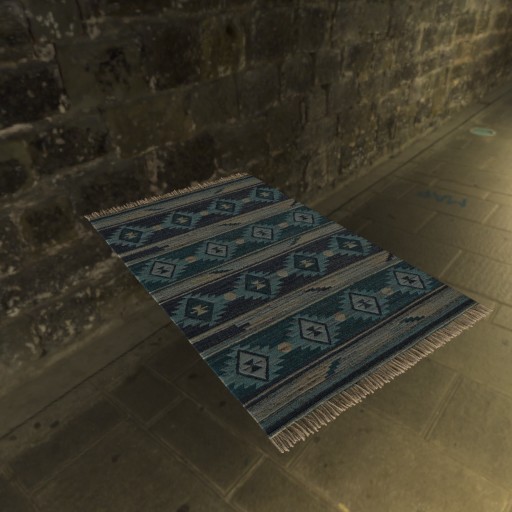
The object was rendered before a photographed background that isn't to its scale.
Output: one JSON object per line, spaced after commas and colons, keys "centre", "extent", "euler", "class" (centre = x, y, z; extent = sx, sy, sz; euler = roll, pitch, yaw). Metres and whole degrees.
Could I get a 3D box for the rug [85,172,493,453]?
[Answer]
{"centre": [0.000, 0.000, 2.313], "extent": [1.181, 0.028, 1.936], "euler": [-21, 39, -29], "class": "rug"}
